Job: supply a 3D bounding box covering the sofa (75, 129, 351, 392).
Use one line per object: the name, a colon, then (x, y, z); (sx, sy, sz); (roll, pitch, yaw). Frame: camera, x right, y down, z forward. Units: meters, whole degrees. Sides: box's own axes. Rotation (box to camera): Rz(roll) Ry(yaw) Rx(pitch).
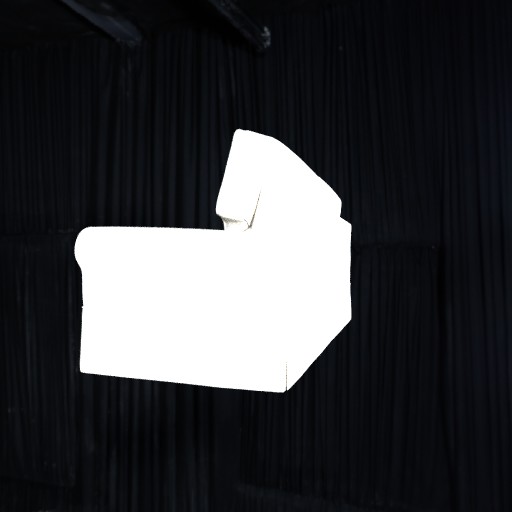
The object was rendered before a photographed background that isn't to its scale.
sofa: (0.000, 0.000, 2.525); (0.862, 0.937, 2.021); (0, -1, 18)
